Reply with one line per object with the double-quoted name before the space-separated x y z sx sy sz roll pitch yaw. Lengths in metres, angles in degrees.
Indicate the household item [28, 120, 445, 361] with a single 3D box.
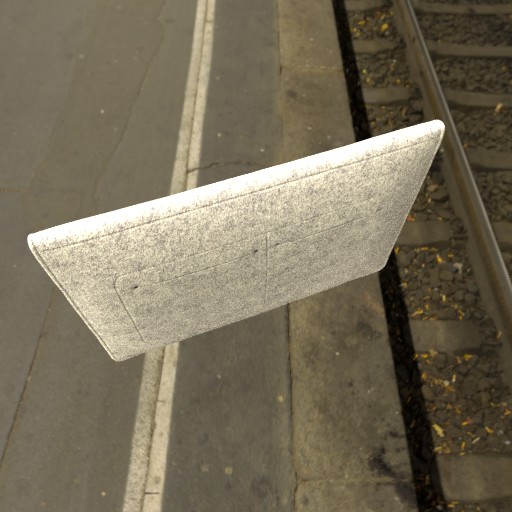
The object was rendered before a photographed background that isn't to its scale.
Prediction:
"household item" 0.000 0.000 0.428 0.335 0.221 0.057 -18 59 -11
